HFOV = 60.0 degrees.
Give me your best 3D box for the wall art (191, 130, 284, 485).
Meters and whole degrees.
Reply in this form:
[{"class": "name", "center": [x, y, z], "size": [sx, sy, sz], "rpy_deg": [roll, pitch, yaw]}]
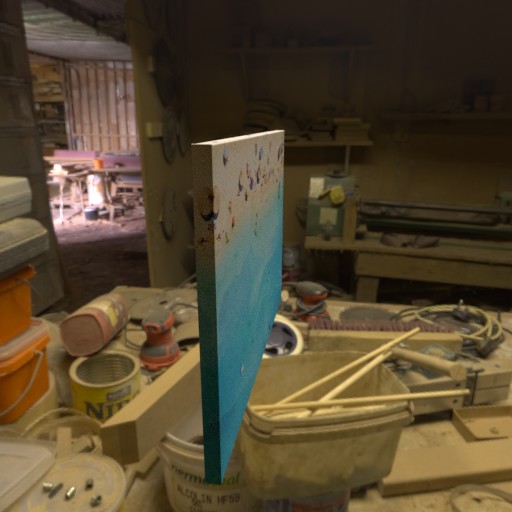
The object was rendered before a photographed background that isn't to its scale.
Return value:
[{"class": "wall art", "center": [0.000, 0.000, 1.453], "size": [0.040, 0.769, 1.136], "rpy_deg": [3, 17, 10]}]
